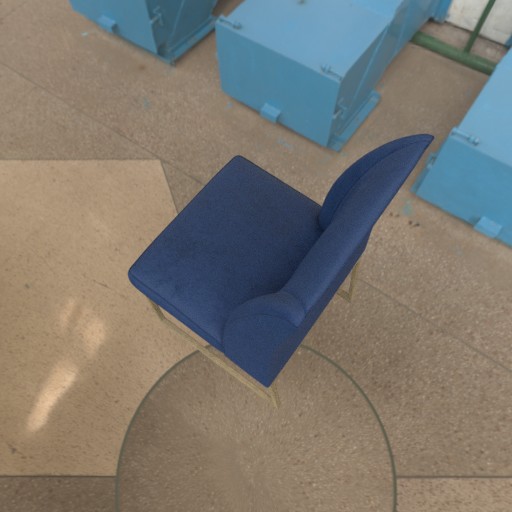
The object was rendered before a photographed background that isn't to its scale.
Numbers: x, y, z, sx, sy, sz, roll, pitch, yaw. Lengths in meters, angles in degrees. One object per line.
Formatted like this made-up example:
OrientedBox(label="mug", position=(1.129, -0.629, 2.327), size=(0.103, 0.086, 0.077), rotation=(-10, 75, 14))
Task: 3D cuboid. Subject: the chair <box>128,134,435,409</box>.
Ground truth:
OrientedBox(label="chair", position=(0.000, 0.000, 1.200), size=(0.522, 0.863, 0.508), rotation=(33, 69, 15))
